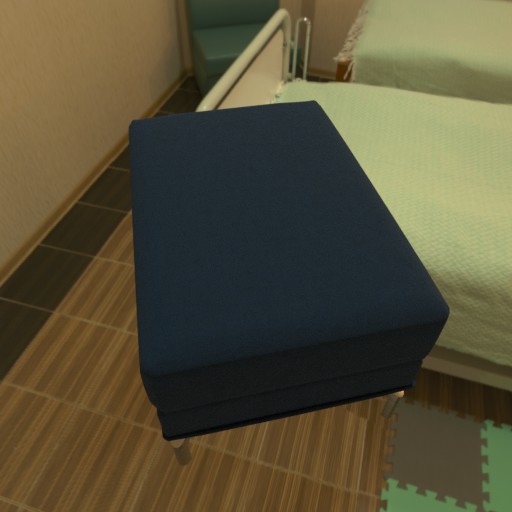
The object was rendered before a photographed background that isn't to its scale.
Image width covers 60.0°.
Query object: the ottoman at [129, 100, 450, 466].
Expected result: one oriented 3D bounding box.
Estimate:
[{"bbox_3d":[0.000,0.000,1.190,0.587,0.498,0.835,-9,47,-9],"label":"ottoman"}]
